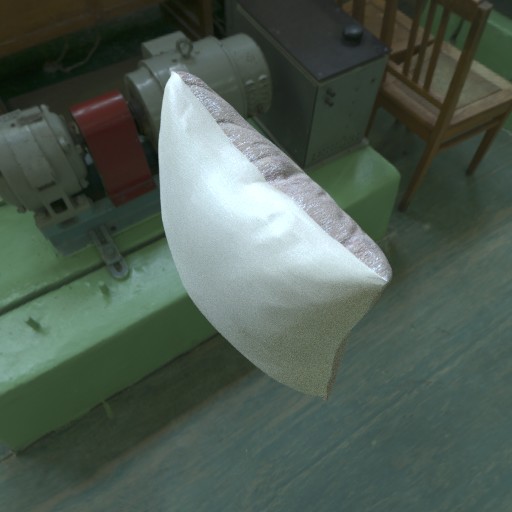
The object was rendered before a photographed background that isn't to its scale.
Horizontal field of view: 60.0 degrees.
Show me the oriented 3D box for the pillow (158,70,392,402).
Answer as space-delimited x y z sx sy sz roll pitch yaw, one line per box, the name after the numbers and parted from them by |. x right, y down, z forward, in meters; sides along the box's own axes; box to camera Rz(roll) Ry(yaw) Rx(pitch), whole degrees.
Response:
0.000 0.000 0.739 0.245 0.448 0.450 -30 62 -18 | pillow
